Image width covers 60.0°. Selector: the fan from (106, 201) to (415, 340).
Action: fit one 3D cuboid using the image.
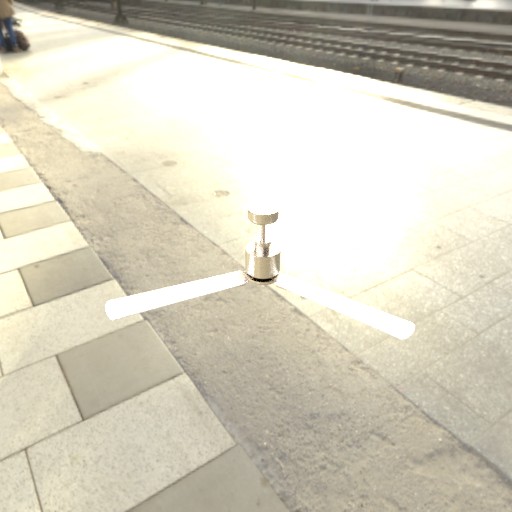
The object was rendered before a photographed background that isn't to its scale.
[{"bbox_3d":[0.000,0.000,2.392,1.531,0.446,1.561,-22,38,-30],"label":"fan"}]
